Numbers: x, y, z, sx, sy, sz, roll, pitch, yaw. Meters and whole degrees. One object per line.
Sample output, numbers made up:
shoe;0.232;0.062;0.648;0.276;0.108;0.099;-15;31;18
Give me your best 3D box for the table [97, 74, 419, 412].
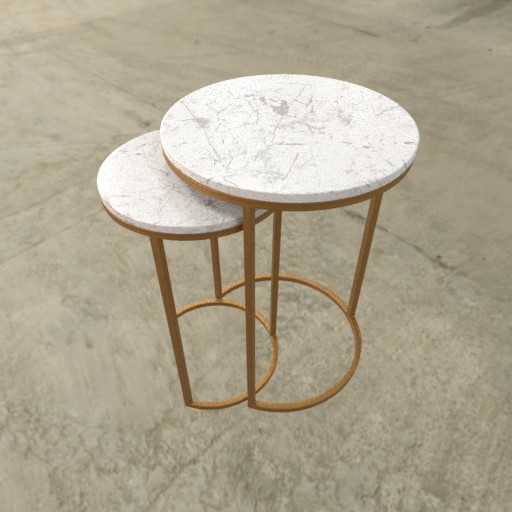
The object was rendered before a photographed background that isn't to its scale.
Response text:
table;0.000;0.000;0.876;0.507;0.550;0.400;-11;44;-12
